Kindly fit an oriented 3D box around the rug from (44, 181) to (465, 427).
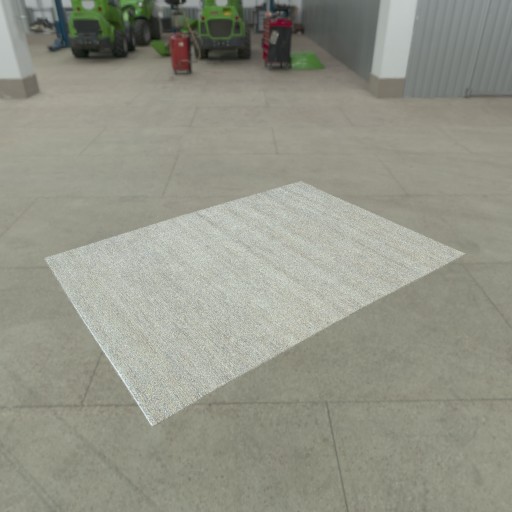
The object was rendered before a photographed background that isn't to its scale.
[{"bbox_3d":[0.000,0.000,2.916,2.264,0.030,1.624,-21,37,-31],"label":"rug"}]
